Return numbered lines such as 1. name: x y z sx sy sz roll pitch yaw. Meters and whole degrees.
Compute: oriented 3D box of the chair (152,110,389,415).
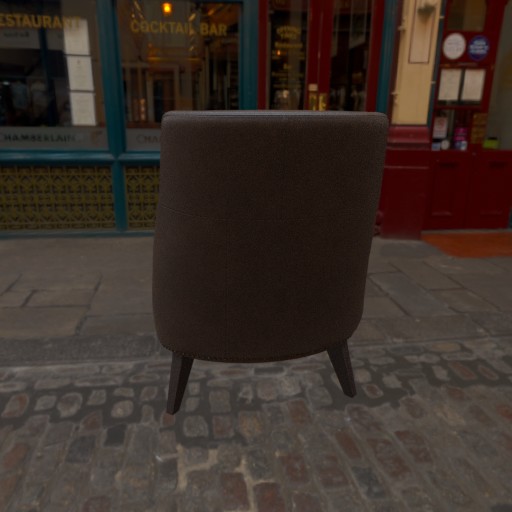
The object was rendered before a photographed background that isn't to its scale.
1. chair: 0.000 0.000 1.497 0.701 0.909 0.861 -3 16 -9
